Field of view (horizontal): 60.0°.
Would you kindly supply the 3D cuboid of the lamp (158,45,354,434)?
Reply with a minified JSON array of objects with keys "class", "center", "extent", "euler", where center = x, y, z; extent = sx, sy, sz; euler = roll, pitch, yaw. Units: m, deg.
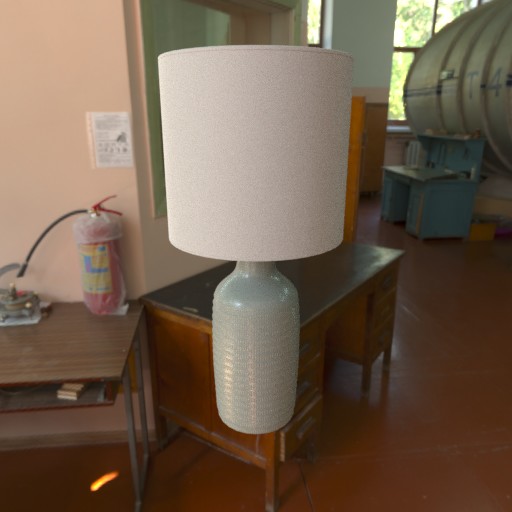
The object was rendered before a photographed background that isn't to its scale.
[{"class":"lamp","center":[0.000,0.000,0.582],"extent":[0.220,0.475,0.220],"euler":[9,20,26]}]
